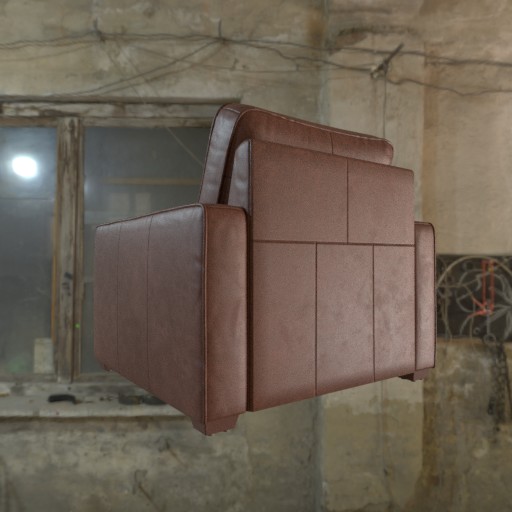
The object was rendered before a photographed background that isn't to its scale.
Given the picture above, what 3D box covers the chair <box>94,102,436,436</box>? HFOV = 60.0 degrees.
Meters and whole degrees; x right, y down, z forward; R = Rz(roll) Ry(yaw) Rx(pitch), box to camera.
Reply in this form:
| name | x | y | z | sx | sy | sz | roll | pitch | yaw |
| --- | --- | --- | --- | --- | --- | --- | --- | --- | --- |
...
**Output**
| name | x | y | z | sx | sy | sz | roll | pitch | yaw |
| --- | --- | --- | --- | --- | --- | --- | --- | --- | --- |
| chair | 0.000 | 0.000 | 1.735 | 1.017 | 0.919 | 0.940 | 0 | -1 | -36 |
